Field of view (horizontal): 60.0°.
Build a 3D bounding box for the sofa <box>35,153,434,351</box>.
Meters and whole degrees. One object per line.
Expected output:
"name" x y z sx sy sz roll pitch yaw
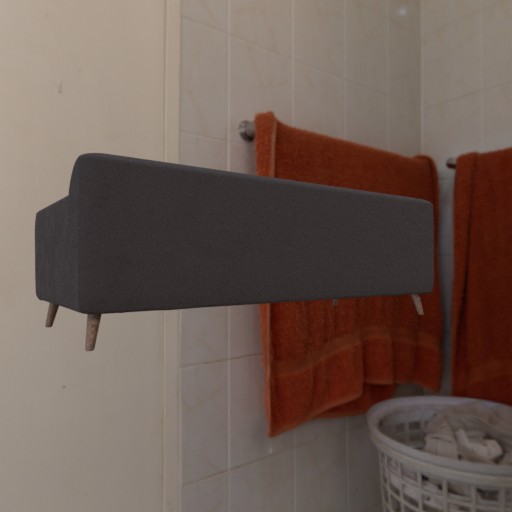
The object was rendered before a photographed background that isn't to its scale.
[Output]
"sofa" 0.000 0.000 2.569 2.190 0.740 0.900 1 -1 -36
